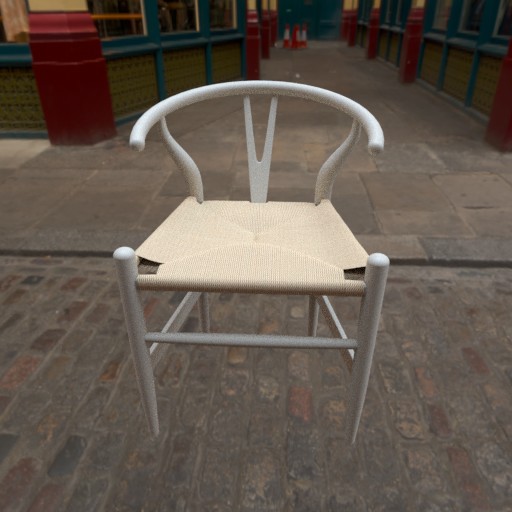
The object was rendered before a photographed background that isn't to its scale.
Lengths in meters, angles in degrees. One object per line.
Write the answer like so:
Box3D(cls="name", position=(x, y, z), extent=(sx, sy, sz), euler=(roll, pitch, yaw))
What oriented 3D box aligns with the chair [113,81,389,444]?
Box3D(cls="chair", position=(0.000, 0.000, 1.082), extent=(0.533, 0.736, 0.500), euler=(1, 30, 3))
